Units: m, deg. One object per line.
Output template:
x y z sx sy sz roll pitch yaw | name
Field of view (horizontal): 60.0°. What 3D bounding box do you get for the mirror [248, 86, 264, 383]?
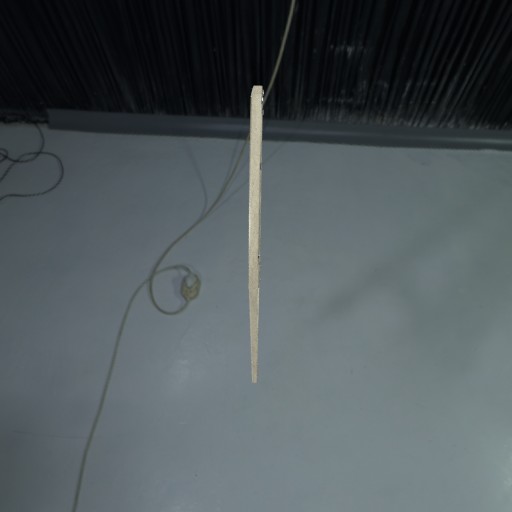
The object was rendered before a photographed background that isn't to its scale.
0.000 0.000 1.274 0.025 1.175 0.464 1 62 1 | mirror
